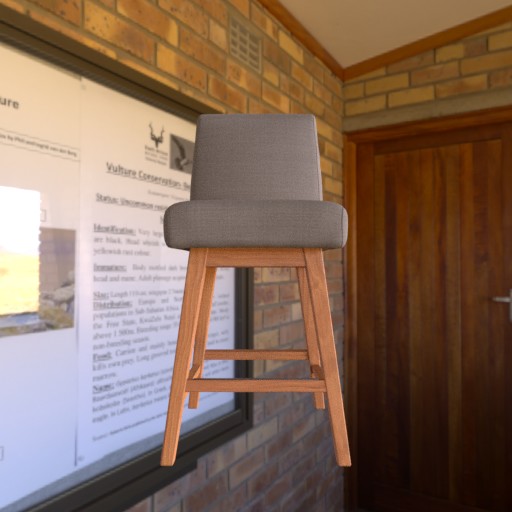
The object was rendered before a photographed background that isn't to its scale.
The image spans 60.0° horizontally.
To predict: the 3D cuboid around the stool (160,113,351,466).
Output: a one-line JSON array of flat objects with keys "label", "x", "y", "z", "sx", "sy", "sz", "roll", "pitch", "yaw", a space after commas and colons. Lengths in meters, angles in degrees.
[{"label": "stool", "x": 0.000, "y": 0.000, "z": 1.320, "sx": 0.459, "sy": 1.019, "sz": 0.570, "roll": 0, "pitch": -1, "yaw": 0}]
